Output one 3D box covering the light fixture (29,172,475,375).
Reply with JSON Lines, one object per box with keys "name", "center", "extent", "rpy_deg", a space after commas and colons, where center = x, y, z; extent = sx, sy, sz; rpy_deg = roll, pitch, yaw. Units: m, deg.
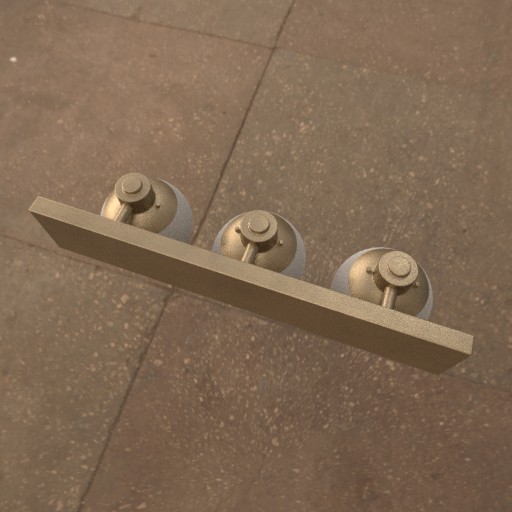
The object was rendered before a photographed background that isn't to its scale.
{"name": "light fixture", "center": [0.000, 0.000, 0.839], "extent": [0.721, 0.263, 0.218], "rpy_deg": [18, 64, 9]}
